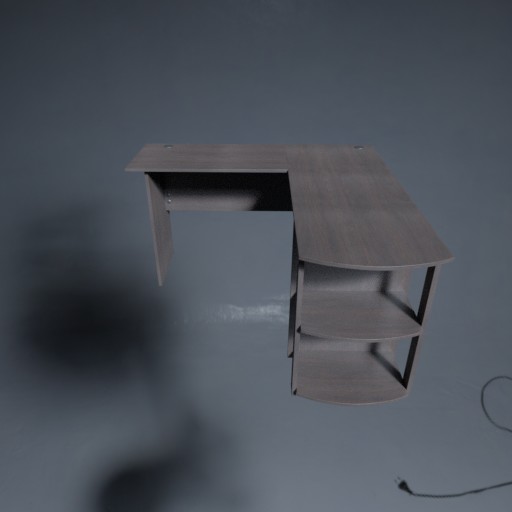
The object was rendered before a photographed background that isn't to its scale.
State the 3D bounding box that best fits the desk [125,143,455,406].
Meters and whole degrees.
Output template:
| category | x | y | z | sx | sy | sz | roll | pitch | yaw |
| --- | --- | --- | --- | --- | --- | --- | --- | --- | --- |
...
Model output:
| category | x | y | z | sx | sy | sz | roll | pitch | yaw |
| --- | --- | --- | --- | --- | --- | --- | --- | --- | --- |
| desk | 0.000 | 0.000 | 2.147 | 1.303 | 0.716 | 1.361 | 1 | 30 | 1 |
